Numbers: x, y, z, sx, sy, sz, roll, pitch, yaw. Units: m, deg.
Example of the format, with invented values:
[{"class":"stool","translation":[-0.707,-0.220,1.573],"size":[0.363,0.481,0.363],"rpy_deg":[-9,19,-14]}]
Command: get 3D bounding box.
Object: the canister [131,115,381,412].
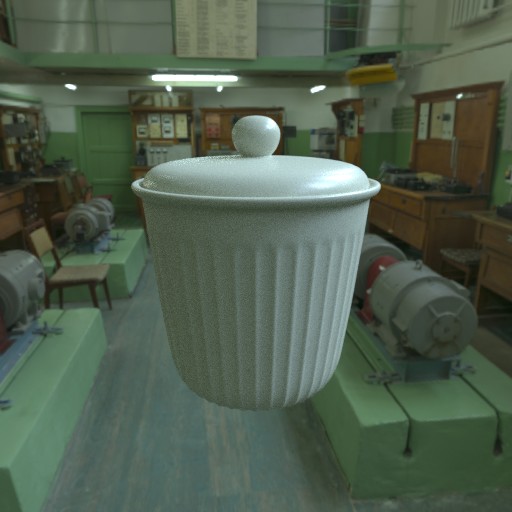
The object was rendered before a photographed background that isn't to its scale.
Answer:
[{"class":"canister","translation":[0.000,0.000,0.349],"size":[0.181,0.211,0.181],"rpy_deg":[0,16,0]}]
